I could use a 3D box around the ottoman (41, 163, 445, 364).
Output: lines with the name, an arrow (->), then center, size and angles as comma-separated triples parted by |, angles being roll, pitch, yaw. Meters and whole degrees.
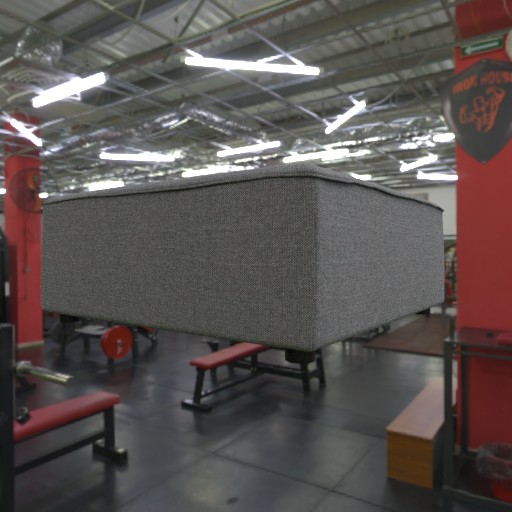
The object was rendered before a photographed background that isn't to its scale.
ottoman -> 0.000, 0.000, 1.528 | 1.023, 0.423, 1.017 | 0, 1, 37
